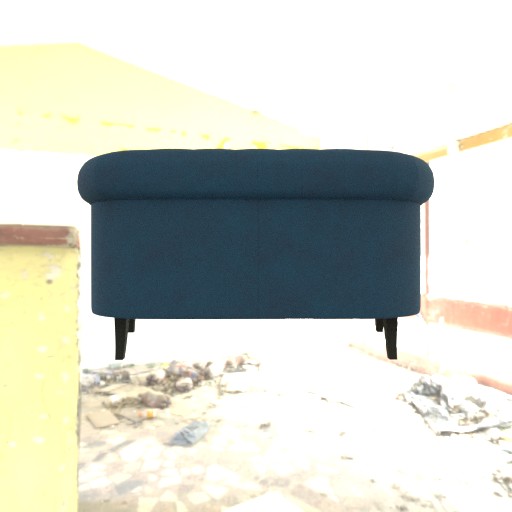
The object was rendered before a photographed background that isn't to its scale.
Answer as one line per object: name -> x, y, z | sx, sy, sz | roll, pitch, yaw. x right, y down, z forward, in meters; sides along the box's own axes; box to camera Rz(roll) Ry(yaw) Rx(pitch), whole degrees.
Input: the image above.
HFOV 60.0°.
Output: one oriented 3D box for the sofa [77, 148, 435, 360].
sofa -> 0.000, 0.000, 2.030 | 1.558, 0.827, 0.835 | 0, 0, 0
